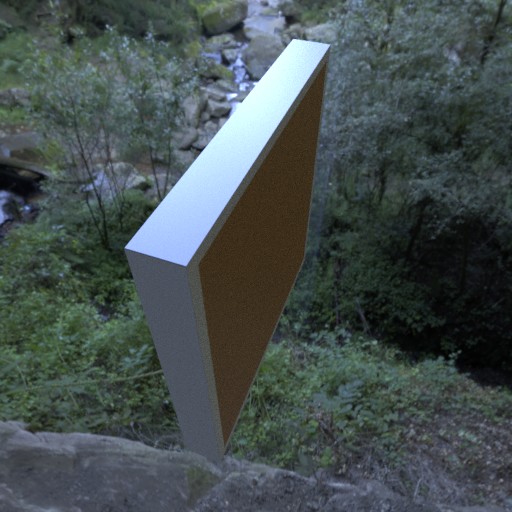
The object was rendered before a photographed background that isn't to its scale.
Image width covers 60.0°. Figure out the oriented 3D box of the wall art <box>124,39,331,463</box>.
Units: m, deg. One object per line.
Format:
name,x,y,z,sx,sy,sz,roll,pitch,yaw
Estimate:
wall art,0.000,0.000,0.445,0.038,0.305,0.305,16,49,14
